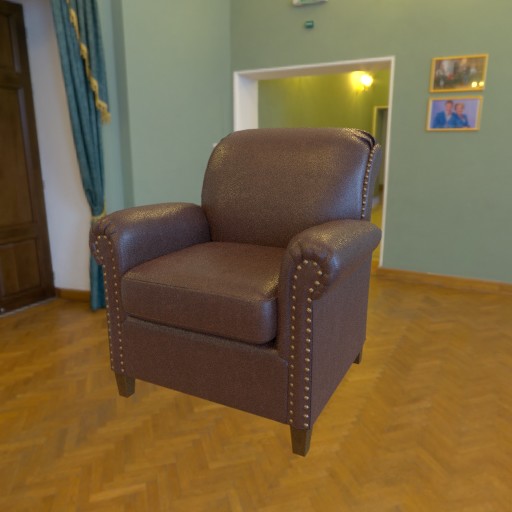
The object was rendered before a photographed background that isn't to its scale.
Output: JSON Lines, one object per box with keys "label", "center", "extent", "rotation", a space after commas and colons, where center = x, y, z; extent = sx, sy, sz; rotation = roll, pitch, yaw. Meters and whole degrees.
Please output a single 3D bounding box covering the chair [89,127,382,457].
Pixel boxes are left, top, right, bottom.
{"label": "chair", "center": [0.000, 0.000, 1.626], "extent": [0.854, 0.927, 0.890], "rotation": [7, 16, 26]}
